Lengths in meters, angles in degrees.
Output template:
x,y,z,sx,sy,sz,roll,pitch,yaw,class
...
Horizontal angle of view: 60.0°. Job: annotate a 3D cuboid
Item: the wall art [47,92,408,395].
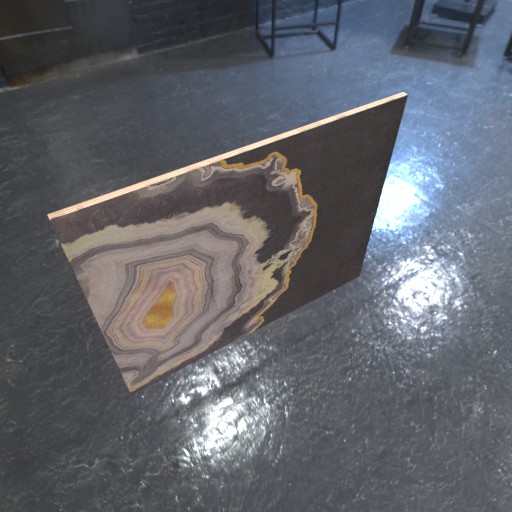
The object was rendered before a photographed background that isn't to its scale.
x,y,z,sx,sy,sz,roll,pitch,yaw,class
0.000,0.000,0.702,0.508,0.408,0.010,-24,52,-21,wall art
